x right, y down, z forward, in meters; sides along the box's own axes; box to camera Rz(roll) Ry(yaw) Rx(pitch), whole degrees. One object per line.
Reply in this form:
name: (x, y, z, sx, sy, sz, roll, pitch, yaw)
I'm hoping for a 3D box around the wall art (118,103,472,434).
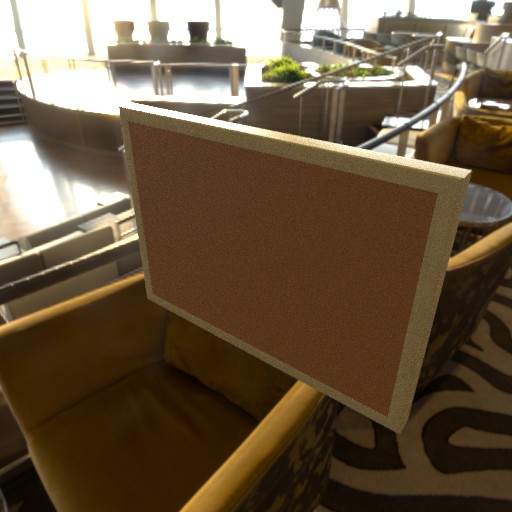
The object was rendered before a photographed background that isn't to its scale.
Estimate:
wall art: (0.000, 0.000, 0.679, 0.533, 0.381, 0.032, 21, 37, 31)
